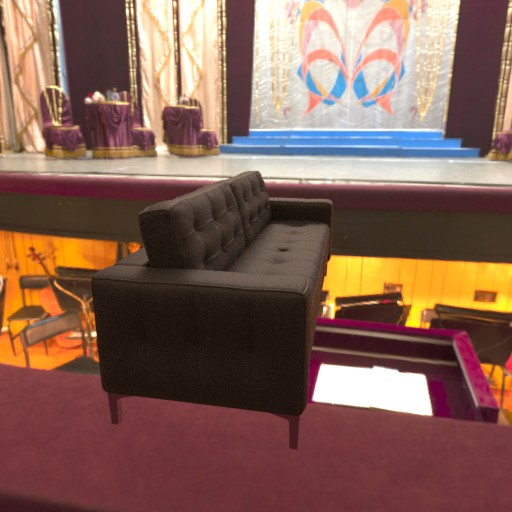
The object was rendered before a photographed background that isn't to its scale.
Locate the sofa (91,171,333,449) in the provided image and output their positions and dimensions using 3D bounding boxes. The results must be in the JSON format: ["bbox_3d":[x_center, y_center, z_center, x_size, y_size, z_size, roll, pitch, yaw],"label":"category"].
[{"bbox_3d":[0.000,0.000,2.677,0.833,0.893,2.275,3,16,11],"label":"sofa"}]
